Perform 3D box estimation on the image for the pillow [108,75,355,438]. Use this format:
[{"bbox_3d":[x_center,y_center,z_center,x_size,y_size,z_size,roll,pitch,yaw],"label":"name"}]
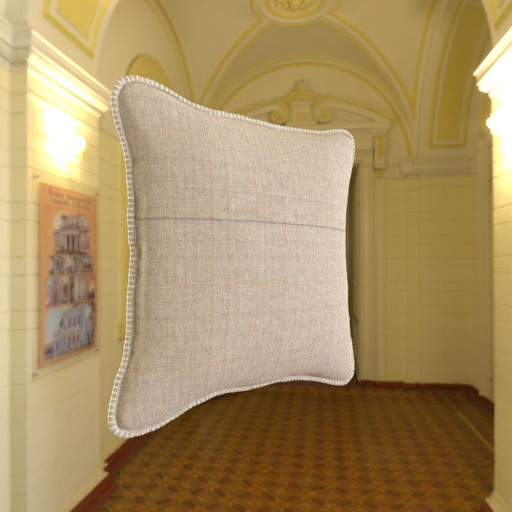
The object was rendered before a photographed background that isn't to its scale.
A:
[{"bbox_3d":[0.000,0.000,0.730,0.485,0.494,0.124,1,-1,-37],"label":"pillow"}]
